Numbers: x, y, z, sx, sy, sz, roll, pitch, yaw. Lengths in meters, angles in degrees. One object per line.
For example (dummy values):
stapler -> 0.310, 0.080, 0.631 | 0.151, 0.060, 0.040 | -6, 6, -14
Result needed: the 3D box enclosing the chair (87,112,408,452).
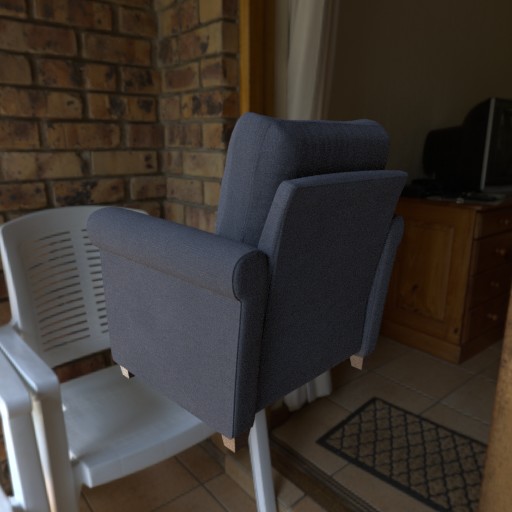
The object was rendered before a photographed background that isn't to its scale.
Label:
chair -> 0.000, 0.000, 1.596 | 0.828, 0.942, 0.867 | 14, 20, 43
